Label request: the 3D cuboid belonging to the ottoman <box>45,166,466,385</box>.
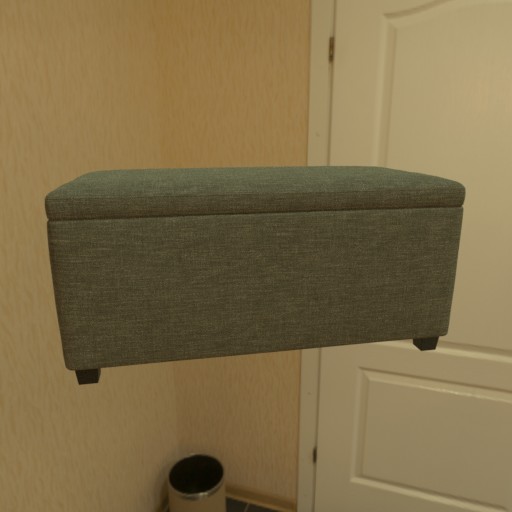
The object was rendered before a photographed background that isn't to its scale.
[{"bbox_3d":[0.000,0.000,1.135,0.902,0.432,0.419,-3,16,-10],"label":"ottoman"}]
